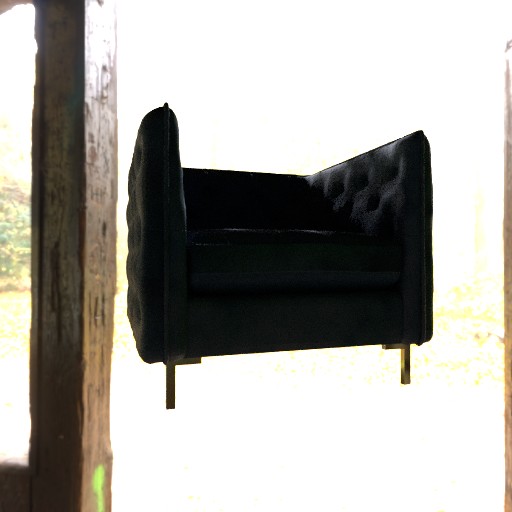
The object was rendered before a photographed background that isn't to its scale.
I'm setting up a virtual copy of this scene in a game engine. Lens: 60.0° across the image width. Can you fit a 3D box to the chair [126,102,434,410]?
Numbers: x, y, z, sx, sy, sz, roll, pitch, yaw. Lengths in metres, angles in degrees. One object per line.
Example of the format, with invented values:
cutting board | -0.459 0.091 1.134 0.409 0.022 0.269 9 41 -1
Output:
chair | 0.000 0.000 1.576 0.868 0.771 0.877 0 0 -18
